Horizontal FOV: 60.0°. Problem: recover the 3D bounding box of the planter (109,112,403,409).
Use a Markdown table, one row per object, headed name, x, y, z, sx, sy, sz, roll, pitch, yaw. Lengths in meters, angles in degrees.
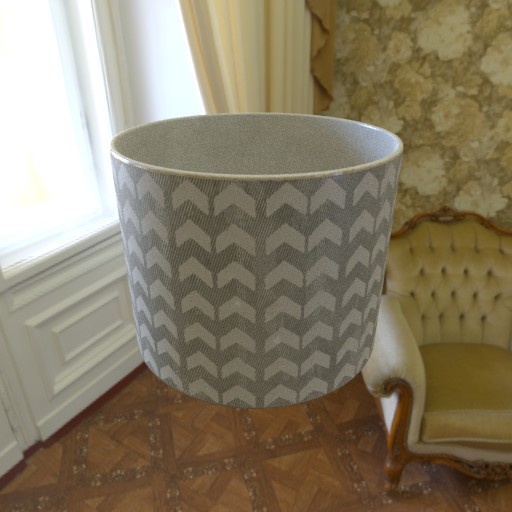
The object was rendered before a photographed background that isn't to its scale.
| name | x | y | z | sx | sy | sz | roll | pitch | yaw |
| --- | --- | --- | --- | --- | --- | --- | --- | --- | --- |
| planter | 0.000 | 0.000 | 0.445 | 0.250 | 0.239 | 0.250 | 0 | 27 | 0 |
